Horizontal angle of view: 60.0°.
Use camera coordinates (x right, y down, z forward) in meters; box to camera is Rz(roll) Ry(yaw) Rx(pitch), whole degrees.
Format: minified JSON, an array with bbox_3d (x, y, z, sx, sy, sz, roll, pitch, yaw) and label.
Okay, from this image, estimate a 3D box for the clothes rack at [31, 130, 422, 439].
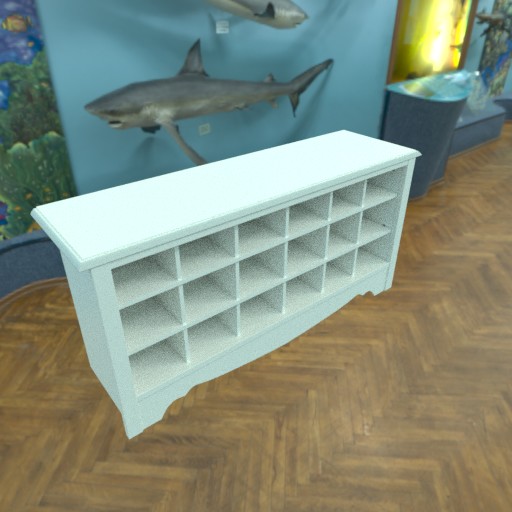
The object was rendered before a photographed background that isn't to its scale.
[{"bbox_3d":[0.000,0.000,1.379,1.120,0.531,0.324,-22,37,-32],"label":"clothes rack"}]
